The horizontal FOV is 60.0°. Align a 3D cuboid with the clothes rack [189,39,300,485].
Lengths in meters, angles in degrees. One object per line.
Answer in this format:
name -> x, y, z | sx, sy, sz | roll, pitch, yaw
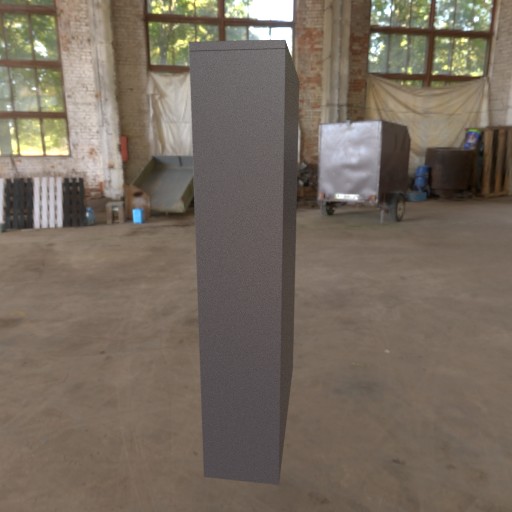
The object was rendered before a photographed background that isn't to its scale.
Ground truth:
clothes rack -> 0.000, 0.000, 1.605 | 0.250, 1.280, 0.750 | 2, 14, 8
